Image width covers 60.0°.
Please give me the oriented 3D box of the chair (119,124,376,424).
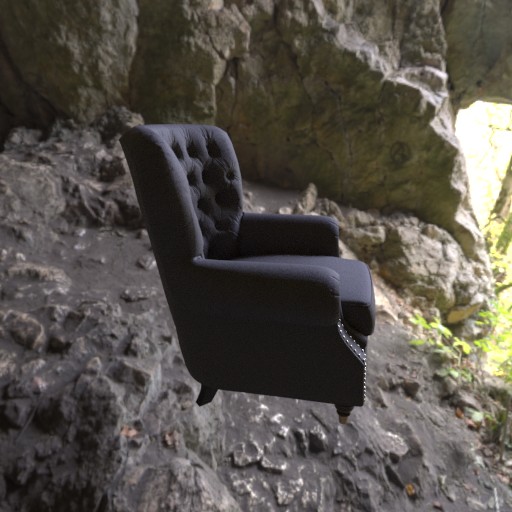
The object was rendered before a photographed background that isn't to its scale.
[{"bbox_3d":[0.000,0.000,1.845,0.983,1.046,0.983,3,18,9],"label":"chair"}]
